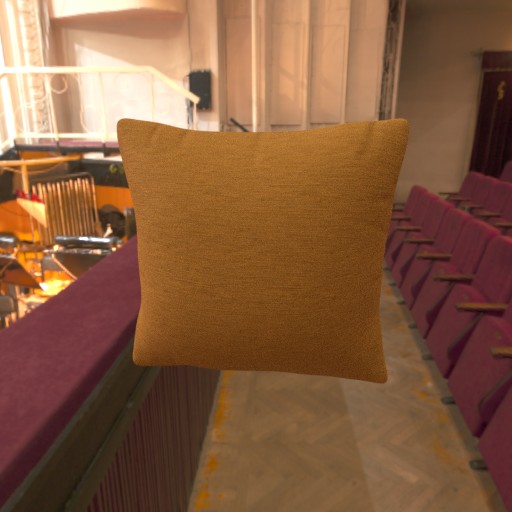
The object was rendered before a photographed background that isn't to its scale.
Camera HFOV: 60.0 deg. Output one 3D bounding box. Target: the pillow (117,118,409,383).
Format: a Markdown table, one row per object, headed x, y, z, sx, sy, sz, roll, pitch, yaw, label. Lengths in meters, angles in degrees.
| x | y | z | sx | sy | sz | roll | pitch | yaw | label |
| --- | --- | --- | --- | --- | --- | --- | --- | --- | --- |
| 0.000 | 0.000 | 0.702 | 0.435 | 0.417 | 0.247 | 2 | 17 | 8 | pillow |
